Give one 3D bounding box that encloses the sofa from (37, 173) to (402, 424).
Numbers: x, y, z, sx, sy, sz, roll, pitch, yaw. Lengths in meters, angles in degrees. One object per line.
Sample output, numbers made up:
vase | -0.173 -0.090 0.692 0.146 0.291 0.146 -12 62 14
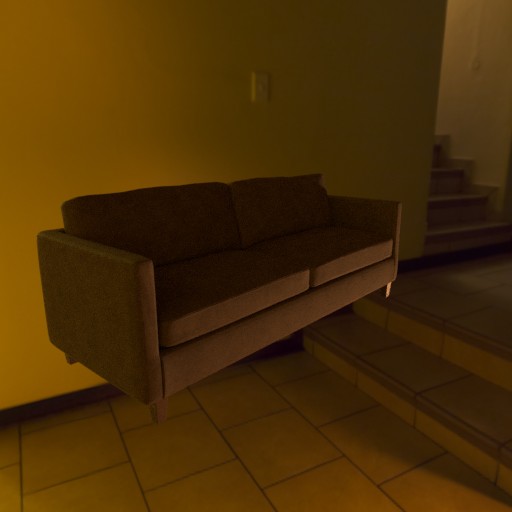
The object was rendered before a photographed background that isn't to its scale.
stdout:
sofa | 0.000 0.000 2.934 0.951 0.965 2.434 13 19 40
